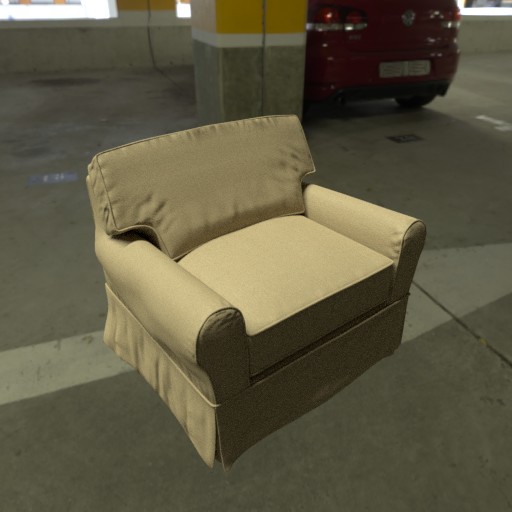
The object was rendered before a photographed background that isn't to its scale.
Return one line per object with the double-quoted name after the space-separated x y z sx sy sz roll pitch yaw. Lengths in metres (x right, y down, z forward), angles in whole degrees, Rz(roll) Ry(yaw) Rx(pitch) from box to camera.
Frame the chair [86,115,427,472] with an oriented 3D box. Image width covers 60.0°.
0.000 0.000 1.804 1.096 0.937 0.903 -21 36 -32 "chair"
